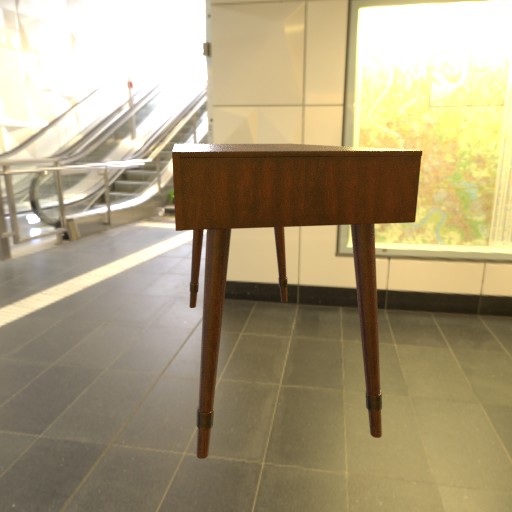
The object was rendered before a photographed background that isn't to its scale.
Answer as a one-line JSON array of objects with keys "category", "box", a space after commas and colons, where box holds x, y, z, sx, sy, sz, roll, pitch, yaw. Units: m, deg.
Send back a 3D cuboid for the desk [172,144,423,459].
[{"category": "desk", "box": [0.000, 0.000, 2.141, 0.734, 1.031, 1.577, -3, 15, -9]}]
